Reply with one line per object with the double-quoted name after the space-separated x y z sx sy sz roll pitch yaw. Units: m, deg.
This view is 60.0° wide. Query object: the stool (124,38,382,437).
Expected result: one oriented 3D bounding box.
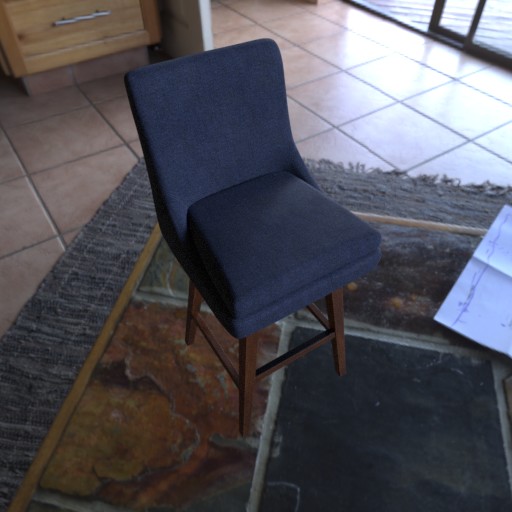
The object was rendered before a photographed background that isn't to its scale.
0.000 0.000 1.379 0.489 1.068 0.572 -24 51 -22 "stool"
